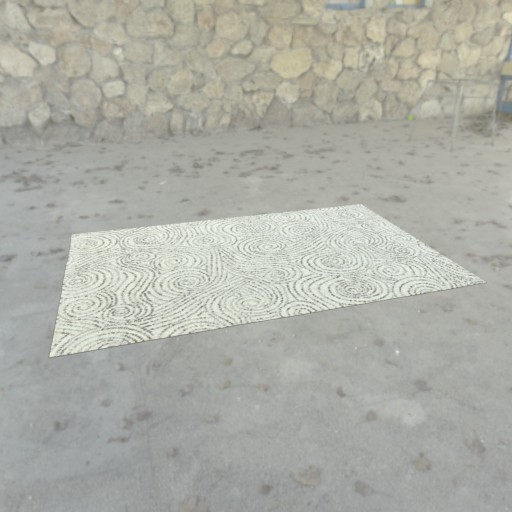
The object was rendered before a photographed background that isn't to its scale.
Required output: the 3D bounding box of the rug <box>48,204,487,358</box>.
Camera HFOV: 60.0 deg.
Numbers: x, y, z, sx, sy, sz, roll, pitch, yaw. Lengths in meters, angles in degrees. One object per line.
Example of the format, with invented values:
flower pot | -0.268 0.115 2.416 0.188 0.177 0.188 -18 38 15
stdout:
rug | 0.000 0.000 2.994 2.439 0.005 1.524 -7 26 -15
